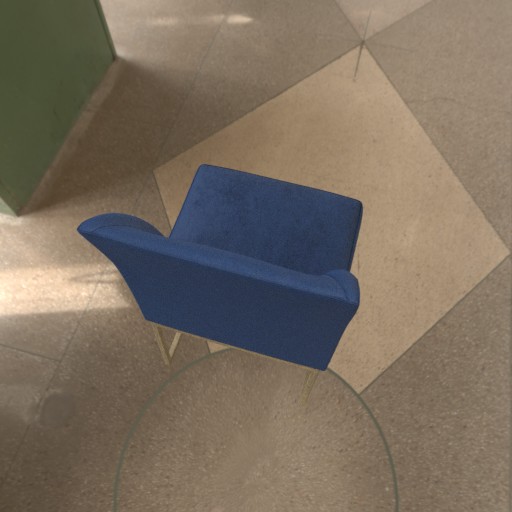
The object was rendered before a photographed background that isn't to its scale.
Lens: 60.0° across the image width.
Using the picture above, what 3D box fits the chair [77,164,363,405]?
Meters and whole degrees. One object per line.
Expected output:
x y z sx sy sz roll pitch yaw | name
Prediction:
0.000 0.000 1.177 0.508 0.863 0.522 15 64 7 | chair
